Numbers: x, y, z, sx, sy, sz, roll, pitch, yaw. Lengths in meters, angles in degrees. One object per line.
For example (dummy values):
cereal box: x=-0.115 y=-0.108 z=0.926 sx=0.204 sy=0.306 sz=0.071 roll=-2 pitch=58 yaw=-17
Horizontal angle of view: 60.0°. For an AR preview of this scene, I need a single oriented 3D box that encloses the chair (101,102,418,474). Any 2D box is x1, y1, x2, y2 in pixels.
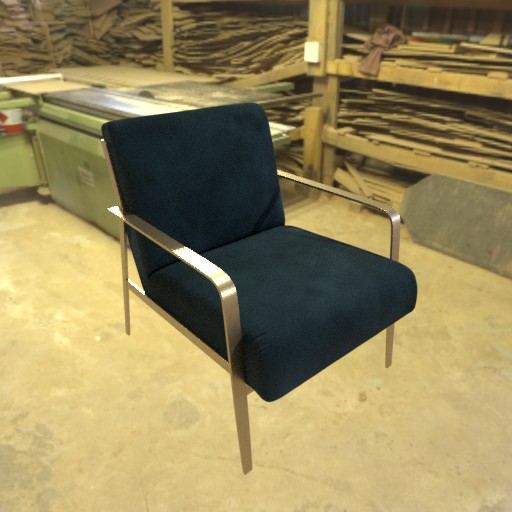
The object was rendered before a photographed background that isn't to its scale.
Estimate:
chair: x=0.000 y=0.000 z=1.452 sx=0.692 sy=0.831 sz=0.859 roll=-22 pitch=35 yaw=-35
